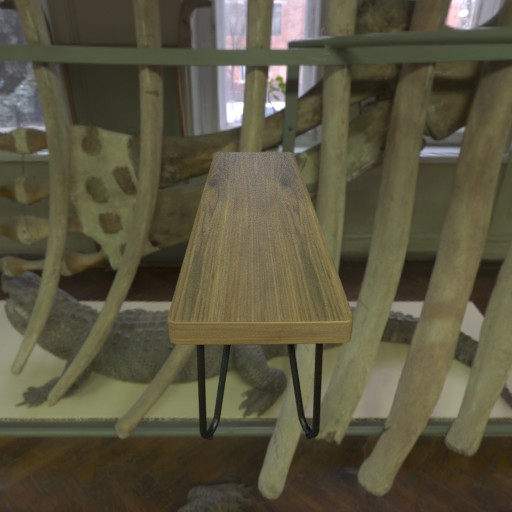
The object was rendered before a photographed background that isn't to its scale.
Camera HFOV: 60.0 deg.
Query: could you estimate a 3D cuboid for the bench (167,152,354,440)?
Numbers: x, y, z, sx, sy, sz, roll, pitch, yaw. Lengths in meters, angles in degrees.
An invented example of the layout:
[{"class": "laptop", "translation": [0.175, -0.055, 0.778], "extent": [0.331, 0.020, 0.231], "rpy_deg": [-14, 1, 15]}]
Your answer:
[{"class": "bench", "translation": [0.000, 0.000, 1.787], "extent": [0.425, 0.462, 1.570], "rpy_deg": [0, 27, -1]}]
